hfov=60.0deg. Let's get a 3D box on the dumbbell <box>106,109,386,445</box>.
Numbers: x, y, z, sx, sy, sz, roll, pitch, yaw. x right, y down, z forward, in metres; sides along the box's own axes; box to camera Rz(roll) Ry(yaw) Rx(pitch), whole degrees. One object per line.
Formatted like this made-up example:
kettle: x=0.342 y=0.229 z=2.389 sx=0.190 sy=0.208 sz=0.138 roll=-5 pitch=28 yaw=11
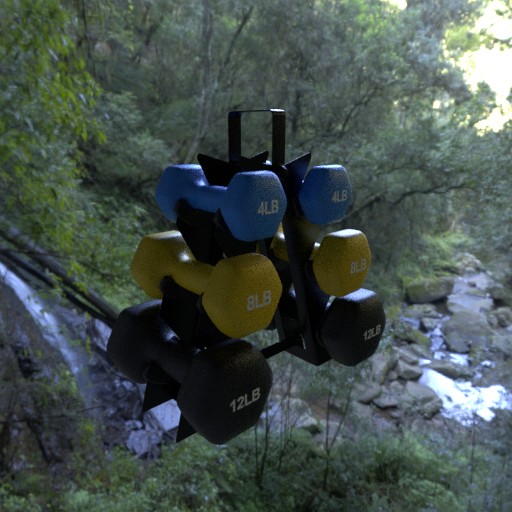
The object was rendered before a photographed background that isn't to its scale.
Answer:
dumbbell: x=0.000 y=0.000 z=0.683 sx=0.409 sy=0.426 sz=0.255 roll=-14 pitch=21 yaw=-41
